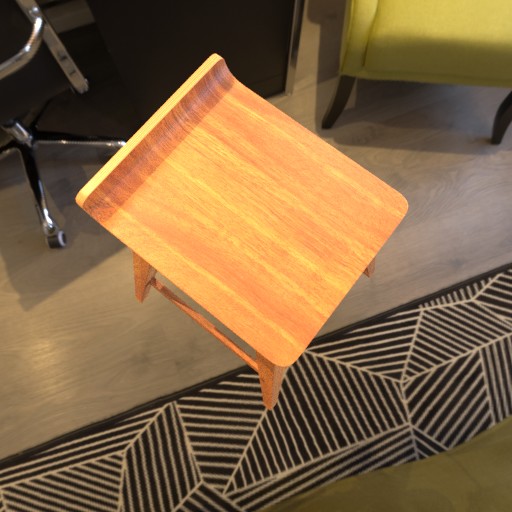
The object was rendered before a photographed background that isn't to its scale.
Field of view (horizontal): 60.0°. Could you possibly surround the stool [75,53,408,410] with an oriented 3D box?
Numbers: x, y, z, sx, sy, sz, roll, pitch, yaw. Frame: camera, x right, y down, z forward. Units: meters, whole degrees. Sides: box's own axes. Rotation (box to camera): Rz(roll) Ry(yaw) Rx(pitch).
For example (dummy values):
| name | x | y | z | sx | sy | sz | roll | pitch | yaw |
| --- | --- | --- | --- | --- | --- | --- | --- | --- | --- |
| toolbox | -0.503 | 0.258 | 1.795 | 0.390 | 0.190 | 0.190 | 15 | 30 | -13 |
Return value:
| name | x | y | z | sx | sy | sz | roll | pitch | yaw |
| --- | --- | --- | --- | --- | --- | --- | --- | --- | --- |
| stool | 0.000 | 0.000 | 0.993 | 0.500 | 0.650 | 0.500 | 37 | 78 | 9 |
